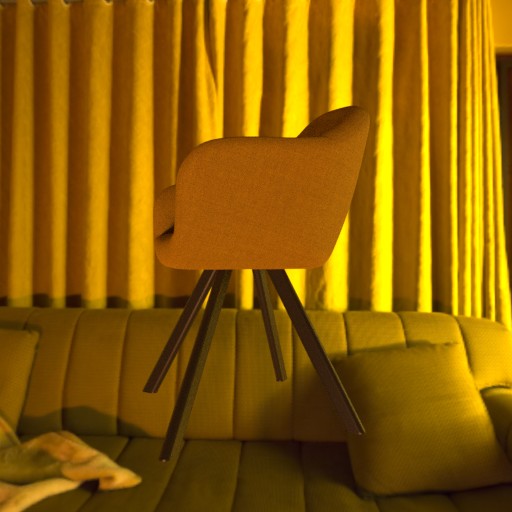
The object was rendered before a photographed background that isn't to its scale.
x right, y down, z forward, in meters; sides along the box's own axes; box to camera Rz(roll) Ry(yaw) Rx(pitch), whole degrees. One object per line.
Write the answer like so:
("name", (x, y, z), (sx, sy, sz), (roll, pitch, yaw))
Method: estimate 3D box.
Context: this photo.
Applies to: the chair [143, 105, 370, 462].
("chair", (0.000, 0.000, 1.170), (0.550, 0.795, 0.590), (0, 0, -18))
